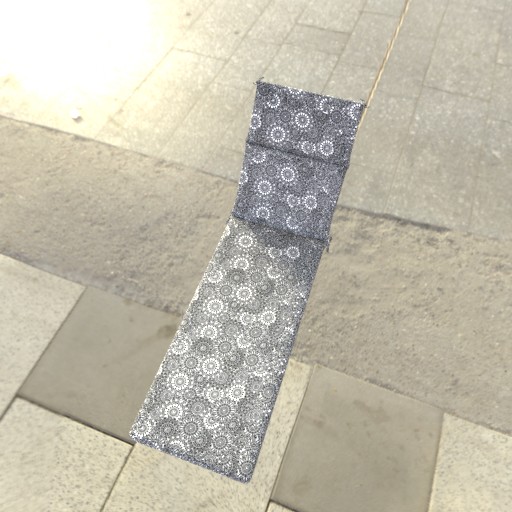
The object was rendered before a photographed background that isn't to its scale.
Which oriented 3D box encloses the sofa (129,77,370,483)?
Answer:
[{"bbox_3d":[0.000,0.000,1.938,0.582,0.622,1.663,16,59,10],"label":"sofa"}]
